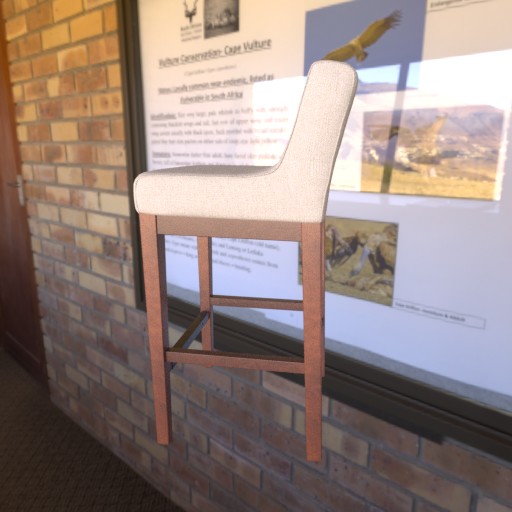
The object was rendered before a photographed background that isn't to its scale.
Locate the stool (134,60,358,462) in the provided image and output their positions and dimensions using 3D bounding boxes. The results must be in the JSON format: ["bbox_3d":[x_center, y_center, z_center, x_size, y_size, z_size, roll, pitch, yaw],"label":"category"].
[{"bbox_3d":[0.000,0.000,1.246,0.500,0.937,0.511,2,14,9],"label":"stool"}]
